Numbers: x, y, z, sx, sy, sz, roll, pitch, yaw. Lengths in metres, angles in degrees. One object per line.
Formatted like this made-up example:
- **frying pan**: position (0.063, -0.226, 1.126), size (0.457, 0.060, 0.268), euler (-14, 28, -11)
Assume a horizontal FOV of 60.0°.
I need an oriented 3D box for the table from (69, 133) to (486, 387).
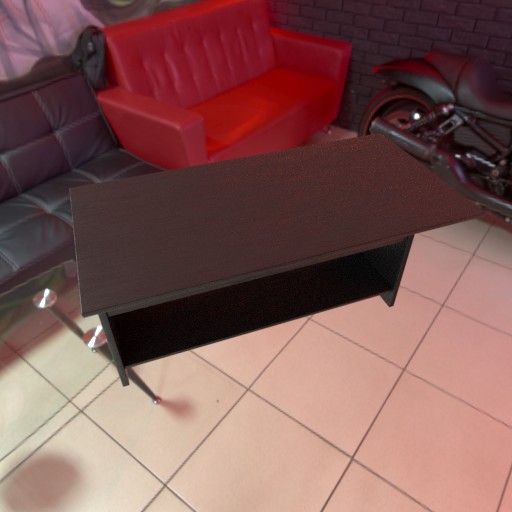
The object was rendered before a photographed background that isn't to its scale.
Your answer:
- **table**: position (0.000, 0.000, 1.446), size (1.000, 0.570, 0.712), euler (-14, 43, -15)
